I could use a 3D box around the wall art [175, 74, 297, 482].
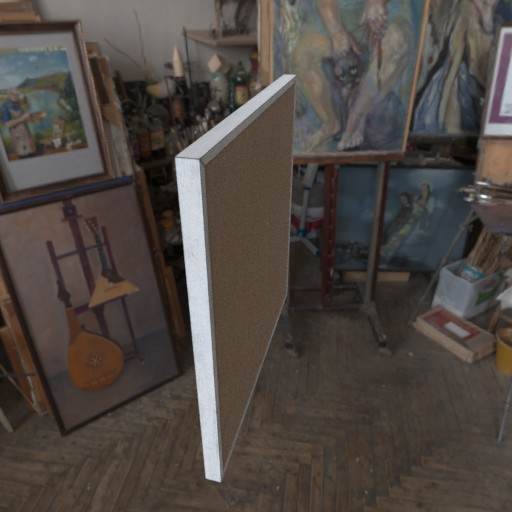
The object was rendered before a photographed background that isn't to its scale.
[{"bbox_3d":[0.000,0.000,1.139,0.038,0.762,0.762,8,32,13],"label":"wall art"}]
